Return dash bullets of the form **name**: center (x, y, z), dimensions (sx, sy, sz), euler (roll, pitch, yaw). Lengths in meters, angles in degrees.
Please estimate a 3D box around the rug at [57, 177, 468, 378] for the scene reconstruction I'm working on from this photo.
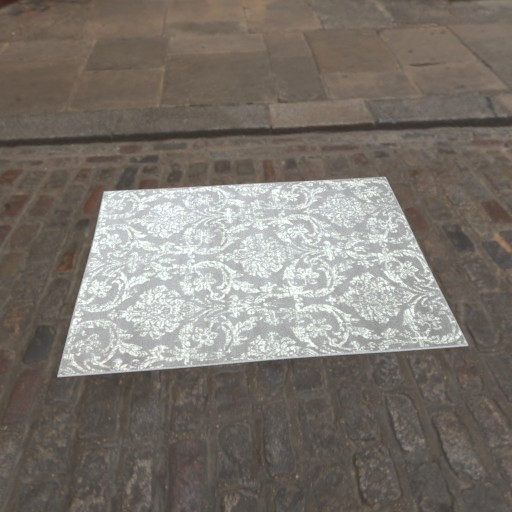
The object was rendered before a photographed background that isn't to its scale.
- **rug**: center (0.000, 0.000, 2.912), dimensions (2.206, 0.014, 1.578), euler (-4, 46, -3)
